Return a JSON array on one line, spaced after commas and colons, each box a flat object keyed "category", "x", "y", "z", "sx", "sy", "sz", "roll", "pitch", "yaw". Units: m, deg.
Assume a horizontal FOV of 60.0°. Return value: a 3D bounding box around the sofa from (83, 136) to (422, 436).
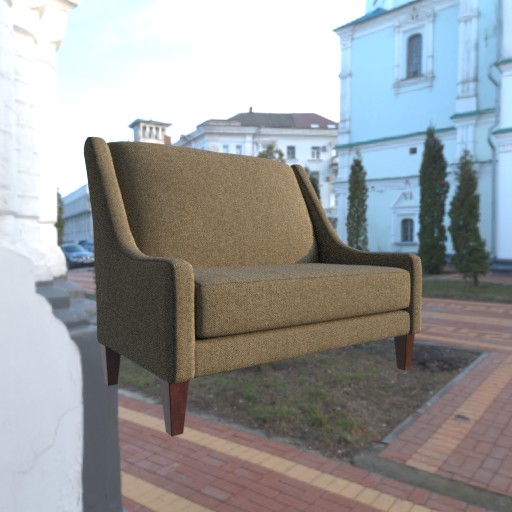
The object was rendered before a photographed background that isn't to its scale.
[{"category": "sofa", "x": 0.000, "y": 0.000, "z": 1.931, "sx": 1.242, "sy": 1.021, "sz": 0.870, "roll": -1, "pitch": 2, "yaw": -36}]
